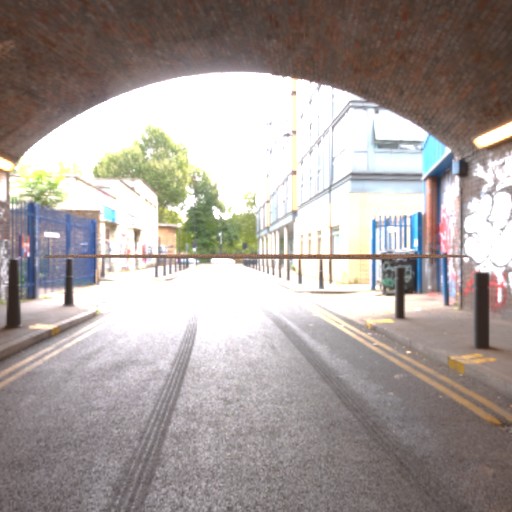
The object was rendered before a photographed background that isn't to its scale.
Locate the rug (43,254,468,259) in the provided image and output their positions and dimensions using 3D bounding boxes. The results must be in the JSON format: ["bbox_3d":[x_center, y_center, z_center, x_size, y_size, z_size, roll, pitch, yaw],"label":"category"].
[{"bbox_3d":[0.000,0.000,3.696,2.901,0.026,2.043,0,0,35],"label":"rug"}]
